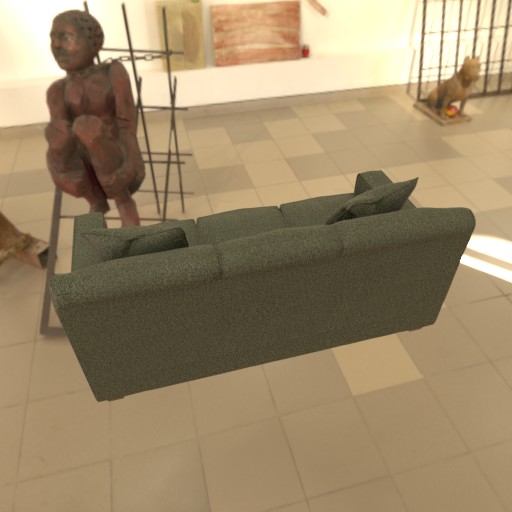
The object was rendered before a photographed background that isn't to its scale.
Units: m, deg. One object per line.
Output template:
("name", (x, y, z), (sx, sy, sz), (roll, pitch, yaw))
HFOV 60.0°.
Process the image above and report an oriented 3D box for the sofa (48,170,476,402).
("sofa", (0.000, 0.000, 2.607), (2.024, 0.958, 0.997), (-10, 43, -11))
